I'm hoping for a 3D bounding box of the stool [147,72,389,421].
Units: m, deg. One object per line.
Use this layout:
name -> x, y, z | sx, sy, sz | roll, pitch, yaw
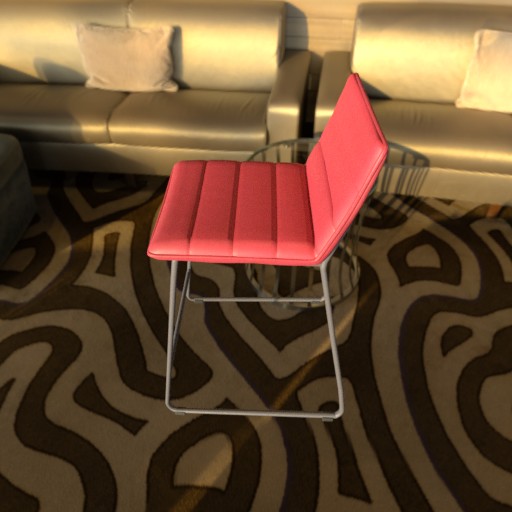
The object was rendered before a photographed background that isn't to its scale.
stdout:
stool -> 0.000, 0.000, 1.207 | 0.524, 0.866, 0.489 | 1, 42, 1
